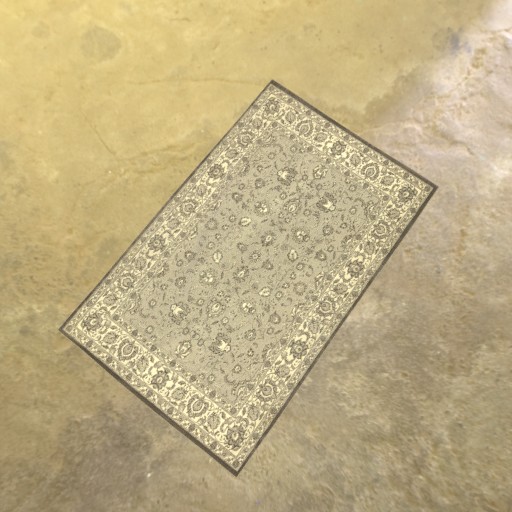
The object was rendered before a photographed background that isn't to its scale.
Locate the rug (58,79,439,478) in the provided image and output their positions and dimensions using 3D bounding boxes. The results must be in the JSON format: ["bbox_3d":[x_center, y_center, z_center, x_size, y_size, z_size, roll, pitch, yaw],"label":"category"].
[{"bbox_3d":[0.000,0.000,3.101,1.524,0.011,2.438,36,78,9],"label":"rug"}]
